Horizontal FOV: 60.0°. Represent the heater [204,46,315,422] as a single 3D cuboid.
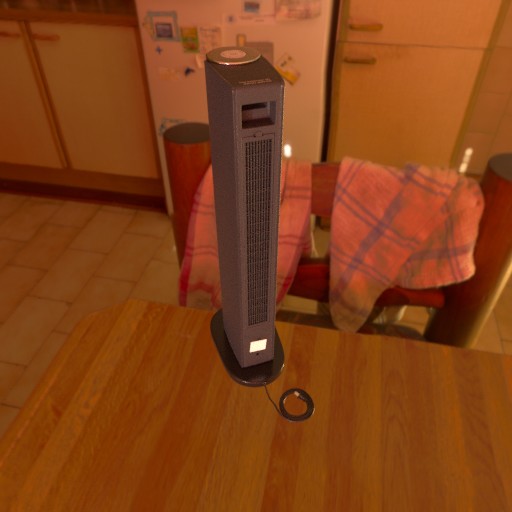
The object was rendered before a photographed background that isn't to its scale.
[{"bbox_3d":[0.000,0.000,1.073,0.214,0.856,0.458,-12,42,-14],"label":"heater"}]
